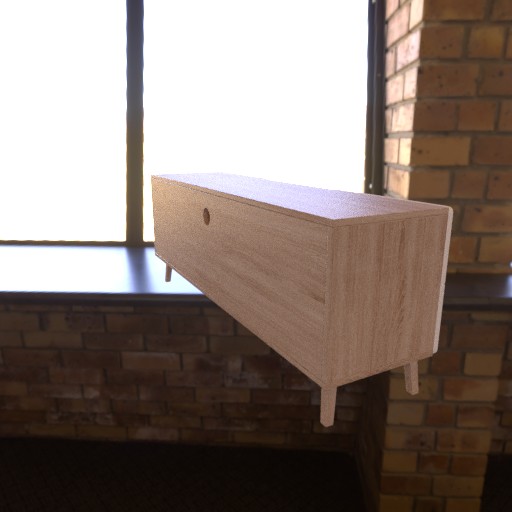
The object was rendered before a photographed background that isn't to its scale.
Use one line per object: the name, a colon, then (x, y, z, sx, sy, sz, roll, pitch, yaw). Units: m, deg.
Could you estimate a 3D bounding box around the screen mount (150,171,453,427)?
screen mount: (0.000, 0.000, 1.796, 0.420, 0.570, 1.500, -8, 17, -27)
